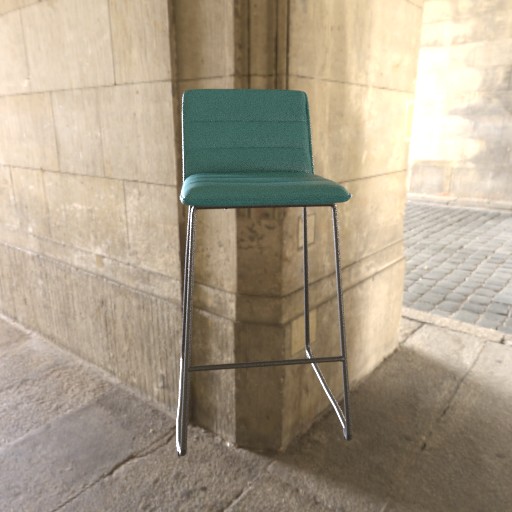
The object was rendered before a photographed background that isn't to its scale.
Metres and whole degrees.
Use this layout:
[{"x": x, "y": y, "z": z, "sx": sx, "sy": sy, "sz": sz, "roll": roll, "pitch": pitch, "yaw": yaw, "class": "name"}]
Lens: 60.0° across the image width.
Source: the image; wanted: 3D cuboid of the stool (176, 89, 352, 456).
[{"x": 0.000, "y": 0.000, "z": 1.275, "sx": 0.489, "sy": 0.936, "sz": 0.524, "roll": -2, "pitch": 17, "yaw": -7, "class": "stool"}]
